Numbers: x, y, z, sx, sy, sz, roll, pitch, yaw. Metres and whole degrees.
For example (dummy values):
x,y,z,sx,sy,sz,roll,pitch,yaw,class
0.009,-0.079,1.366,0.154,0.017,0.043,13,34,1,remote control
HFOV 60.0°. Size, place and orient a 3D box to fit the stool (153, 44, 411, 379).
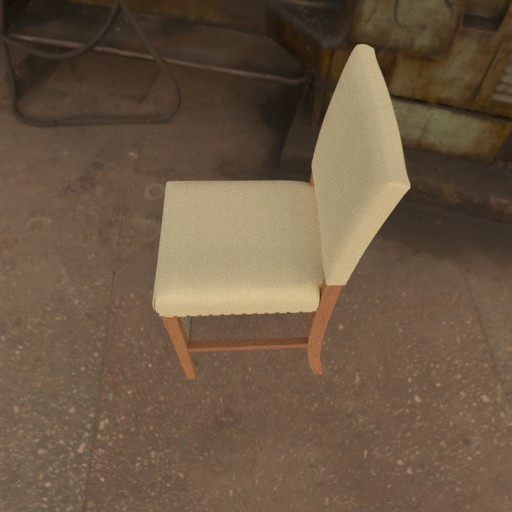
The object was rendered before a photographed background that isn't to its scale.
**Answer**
x,y,z,sx,sy,sz,roll,pitch,yaw,class
0.000,0.000,1.413,0.584,1.168,0.445,-1,58,-1,stool
